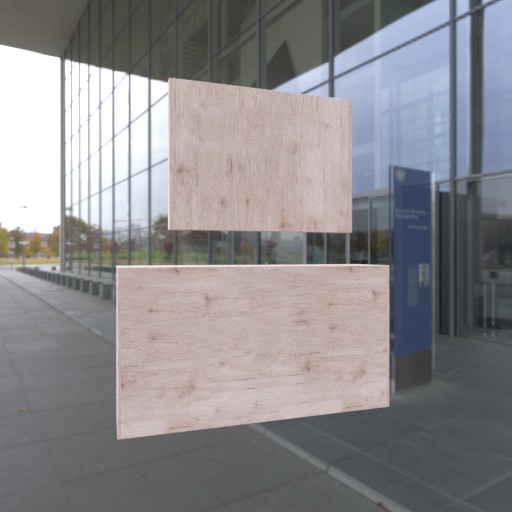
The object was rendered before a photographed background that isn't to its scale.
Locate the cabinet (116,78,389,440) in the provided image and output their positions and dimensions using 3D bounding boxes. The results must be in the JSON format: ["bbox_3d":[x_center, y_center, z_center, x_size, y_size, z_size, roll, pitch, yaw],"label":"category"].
[{"bbox_3d":[0.000,0.000,2.837,1.700,1.981,0.420,0,0,-18],"label":"cabinet"}]
